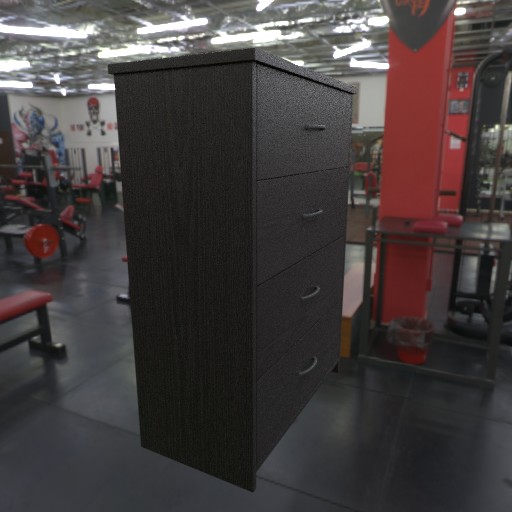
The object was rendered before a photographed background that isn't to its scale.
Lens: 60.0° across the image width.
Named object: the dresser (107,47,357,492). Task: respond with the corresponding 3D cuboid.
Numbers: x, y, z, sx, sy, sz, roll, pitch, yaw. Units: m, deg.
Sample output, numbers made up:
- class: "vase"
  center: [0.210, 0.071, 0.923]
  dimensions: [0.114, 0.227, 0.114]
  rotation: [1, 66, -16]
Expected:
- class: "dresser"
  center: [0.000, 0.000, 1.354]
  dimensions: [0.399, 1.020, 0.704]
  rotation: [8, 16, 27]
